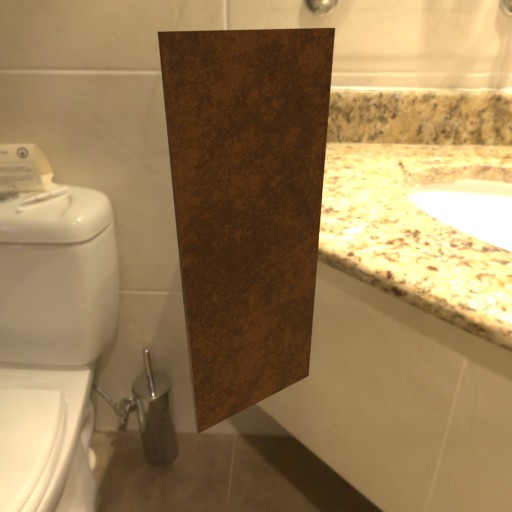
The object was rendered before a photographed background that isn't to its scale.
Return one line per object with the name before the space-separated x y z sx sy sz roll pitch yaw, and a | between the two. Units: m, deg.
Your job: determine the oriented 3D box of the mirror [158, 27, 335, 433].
mirror | 0.000 0.000 2.231 0.812 2.031 0.032 -18 34 -29
